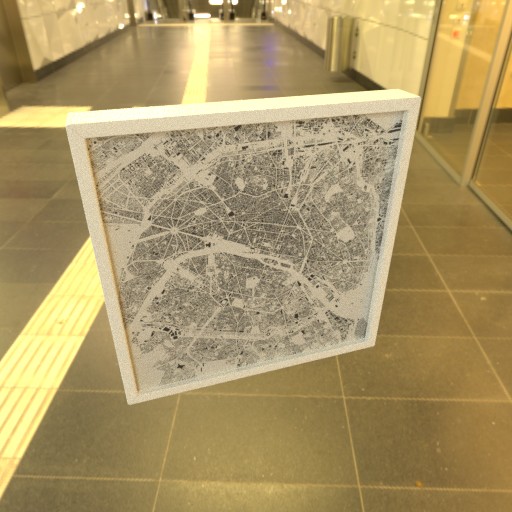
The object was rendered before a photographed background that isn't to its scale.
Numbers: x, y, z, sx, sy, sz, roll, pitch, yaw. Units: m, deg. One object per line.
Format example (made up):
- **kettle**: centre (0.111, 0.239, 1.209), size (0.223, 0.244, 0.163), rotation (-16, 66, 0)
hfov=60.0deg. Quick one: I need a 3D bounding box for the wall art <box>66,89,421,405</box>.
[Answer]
- **wall art**: centre (0.000, 0.000, 0.458), size (0.305, 0.305, 0.038), rotation (-10, 33, -15)
